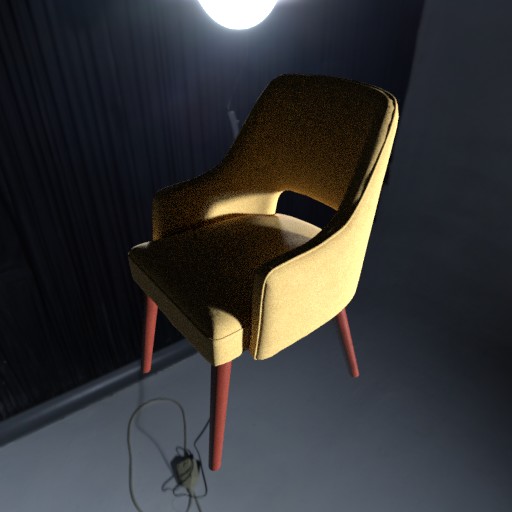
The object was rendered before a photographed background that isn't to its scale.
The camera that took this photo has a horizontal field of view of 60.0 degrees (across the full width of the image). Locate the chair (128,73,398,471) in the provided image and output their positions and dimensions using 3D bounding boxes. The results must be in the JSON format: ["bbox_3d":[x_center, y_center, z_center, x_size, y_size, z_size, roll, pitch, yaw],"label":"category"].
[{"bbox_3d":[0.000,0.000,1.205,0.605,0.849,0.548,-21,37,-31],"label":"chair"}]
